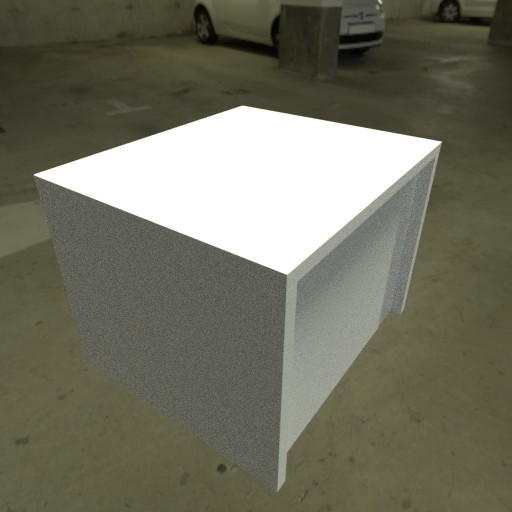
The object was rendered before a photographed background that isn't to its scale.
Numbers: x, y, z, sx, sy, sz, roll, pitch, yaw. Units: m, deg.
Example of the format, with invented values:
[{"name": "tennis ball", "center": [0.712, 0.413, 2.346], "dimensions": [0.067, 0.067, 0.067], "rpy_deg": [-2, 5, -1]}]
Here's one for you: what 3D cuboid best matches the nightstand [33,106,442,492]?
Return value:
[{"name": "nightstand", "center": [0.000, 0.000, 0.756], "dimensions": [0.408, 0.351, 0.470], "rpy_deg": [21, 38, 30]}]
